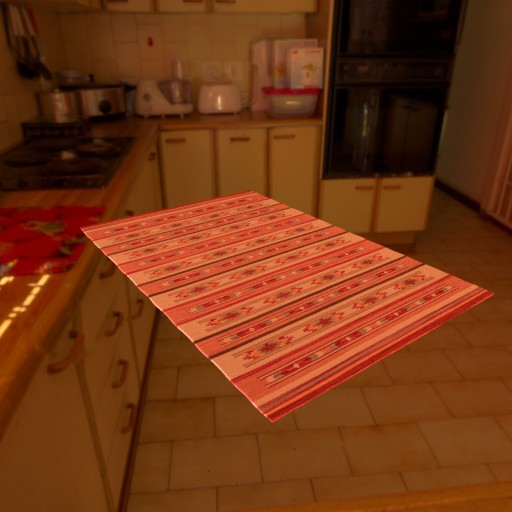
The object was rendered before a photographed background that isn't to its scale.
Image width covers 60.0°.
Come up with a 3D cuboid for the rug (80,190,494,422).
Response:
[{"bbox_3d":[0.000,0.000,2.249,1.223,0.008,1.817,-18,31,-32],"label":"rug"}]
